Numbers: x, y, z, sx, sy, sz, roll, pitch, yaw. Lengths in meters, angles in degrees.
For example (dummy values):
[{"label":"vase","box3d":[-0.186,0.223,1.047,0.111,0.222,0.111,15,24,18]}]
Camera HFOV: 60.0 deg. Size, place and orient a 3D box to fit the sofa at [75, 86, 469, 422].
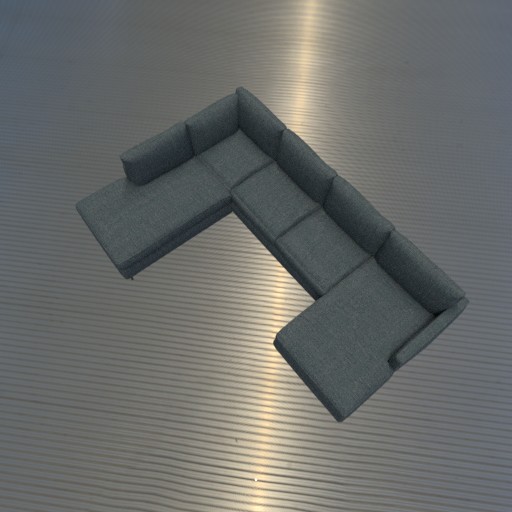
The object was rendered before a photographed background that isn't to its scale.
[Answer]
[{"label":"sofa","box3d":[0.000,0.000,3.596,1.879,0.753,2.737,-35,68,-16]}]
